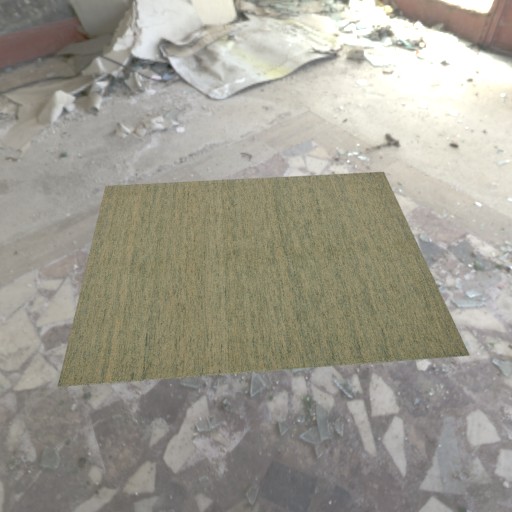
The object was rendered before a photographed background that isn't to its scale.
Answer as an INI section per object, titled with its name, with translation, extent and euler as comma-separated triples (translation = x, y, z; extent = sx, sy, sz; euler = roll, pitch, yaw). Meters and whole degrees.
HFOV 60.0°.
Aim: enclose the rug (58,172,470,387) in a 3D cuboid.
[rug]
translation = 0.000, 0.000, 4.255
extent = 3.201, 0.014, 2.437
euler = -3, 47, -3
